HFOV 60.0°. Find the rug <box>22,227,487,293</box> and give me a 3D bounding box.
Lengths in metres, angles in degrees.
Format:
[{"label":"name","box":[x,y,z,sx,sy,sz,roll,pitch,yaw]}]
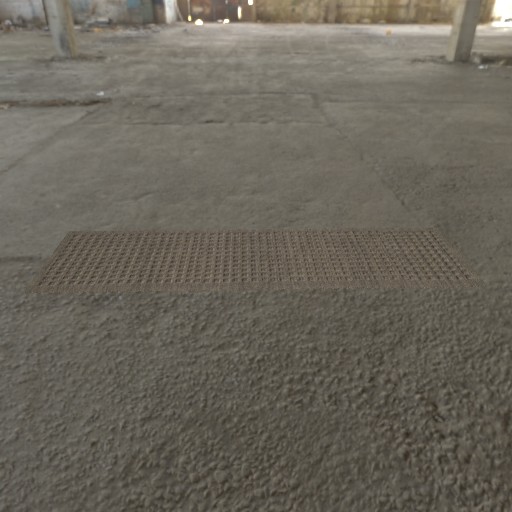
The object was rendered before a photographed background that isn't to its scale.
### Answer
[{"label":"rug","box":[0.000,0.000,2.630,2.443,0.009,0.706,-1,30,-1]}]
